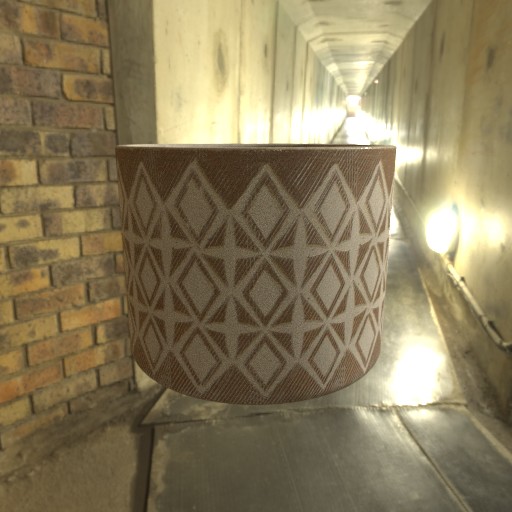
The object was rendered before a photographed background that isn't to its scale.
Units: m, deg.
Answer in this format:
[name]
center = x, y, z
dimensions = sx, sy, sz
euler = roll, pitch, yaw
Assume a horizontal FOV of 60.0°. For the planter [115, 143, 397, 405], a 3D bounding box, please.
[planter]
center = 0.000, 0.000, 0.338
dimensions = 0.193, 0.165, 0.193
euler = 0, 15, 0
